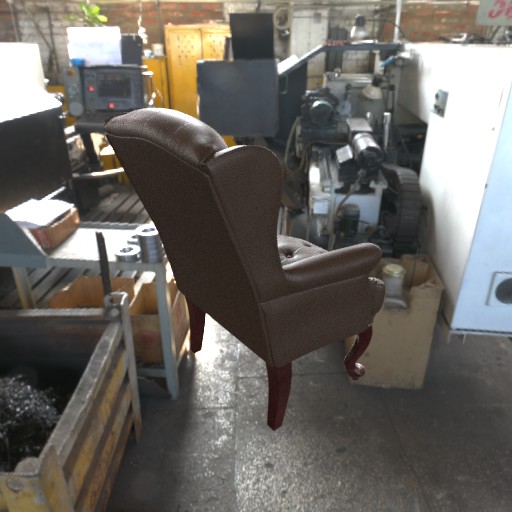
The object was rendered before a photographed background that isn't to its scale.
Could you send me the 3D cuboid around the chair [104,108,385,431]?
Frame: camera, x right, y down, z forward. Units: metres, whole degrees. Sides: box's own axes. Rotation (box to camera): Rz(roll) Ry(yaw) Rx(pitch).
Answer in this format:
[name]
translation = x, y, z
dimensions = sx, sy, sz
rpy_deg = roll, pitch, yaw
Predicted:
[chair]
translation = 0.000, 0.000, 1.706
dimensions = 0.819, 1.132, 0.829
rpy_deg = -19, 32, -33
